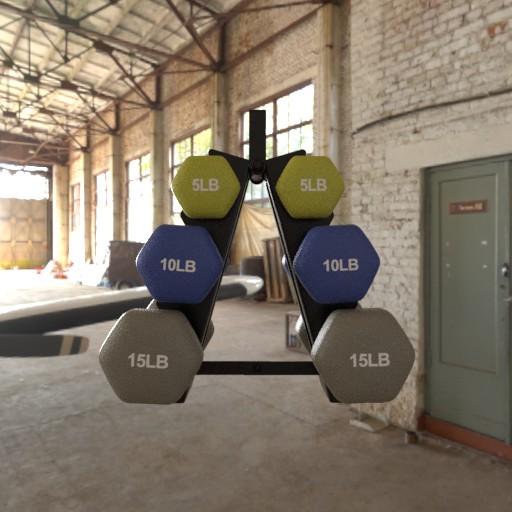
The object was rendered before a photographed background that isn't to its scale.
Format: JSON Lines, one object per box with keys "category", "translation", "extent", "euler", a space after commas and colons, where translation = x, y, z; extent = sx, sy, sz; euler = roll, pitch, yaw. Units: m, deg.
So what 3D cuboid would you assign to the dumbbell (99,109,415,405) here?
{"category": "dumbbell", "translation": [0.000, 0.000, 0.686], "extent": [0.416, 0.426, 0.261], "euler": [0, 1, 0]}
